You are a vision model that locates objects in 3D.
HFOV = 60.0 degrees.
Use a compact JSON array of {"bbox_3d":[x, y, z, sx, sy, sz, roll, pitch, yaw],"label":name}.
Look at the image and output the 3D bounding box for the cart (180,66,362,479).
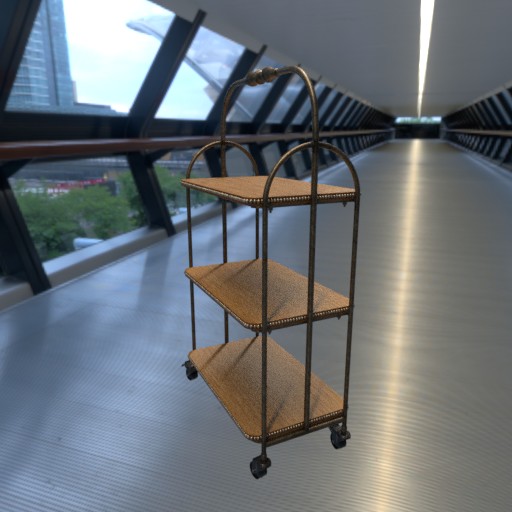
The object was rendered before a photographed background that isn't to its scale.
[{"bbox_3d":[0.000,0.000,1.351,0.330,1.052,0.650,-7,16,-25],"label":"cart"}]
